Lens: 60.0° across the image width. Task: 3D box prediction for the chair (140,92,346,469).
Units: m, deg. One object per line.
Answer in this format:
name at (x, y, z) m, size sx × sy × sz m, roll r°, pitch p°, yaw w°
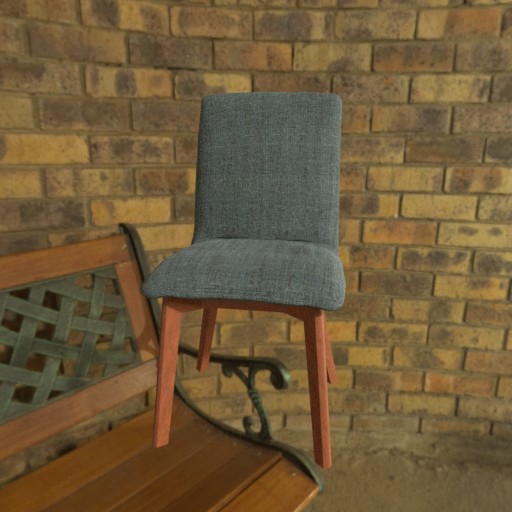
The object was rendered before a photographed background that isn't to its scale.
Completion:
chair at (0.000, 0.000, 1.317) m, size 0.522 × 0.974 × 0.563 m, roll 3°, pitch 14°, yaw 10°
